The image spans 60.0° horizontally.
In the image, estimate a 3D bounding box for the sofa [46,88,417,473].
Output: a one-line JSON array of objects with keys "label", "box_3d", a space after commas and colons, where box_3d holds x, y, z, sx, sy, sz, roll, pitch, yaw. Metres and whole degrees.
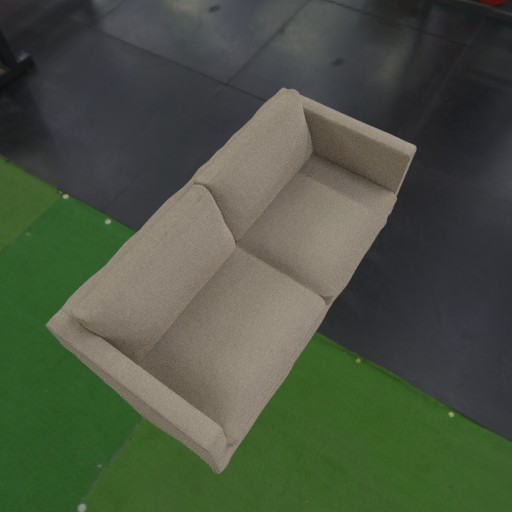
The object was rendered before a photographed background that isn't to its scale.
[{"label": "sofa", "box_3d": [0.000, 0.000, 2.481, 0.956, 0.847, 1.987, 31, 63, 17]}]
